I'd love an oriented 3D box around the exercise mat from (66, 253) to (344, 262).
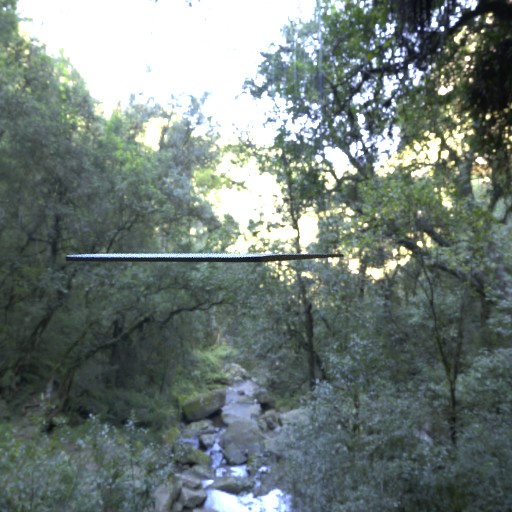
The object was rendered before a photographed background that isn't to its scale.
[{"bbox_3d":[0.000,0.000,2.096,0.616,0.021,1.884,0,0,18],"label":"exercise mat"}]
